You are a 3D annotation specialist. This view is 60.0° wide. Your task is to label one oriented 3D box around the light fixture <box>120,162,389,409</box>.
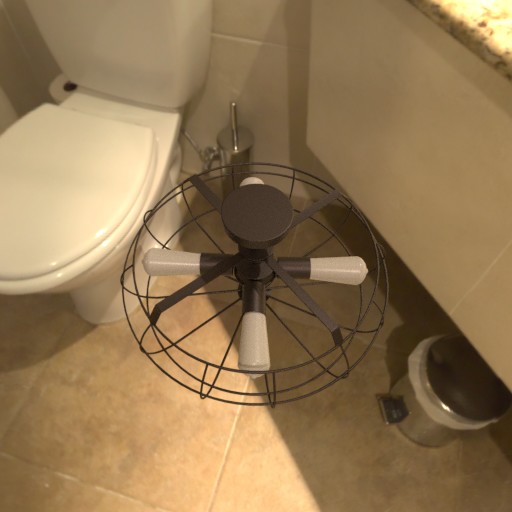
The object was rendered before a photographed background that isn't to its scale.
[{"bbox_3d":[0.000,0.000,0.928,0.582,0.311,0.582,0,58,0],"label":"light fixture"}]
